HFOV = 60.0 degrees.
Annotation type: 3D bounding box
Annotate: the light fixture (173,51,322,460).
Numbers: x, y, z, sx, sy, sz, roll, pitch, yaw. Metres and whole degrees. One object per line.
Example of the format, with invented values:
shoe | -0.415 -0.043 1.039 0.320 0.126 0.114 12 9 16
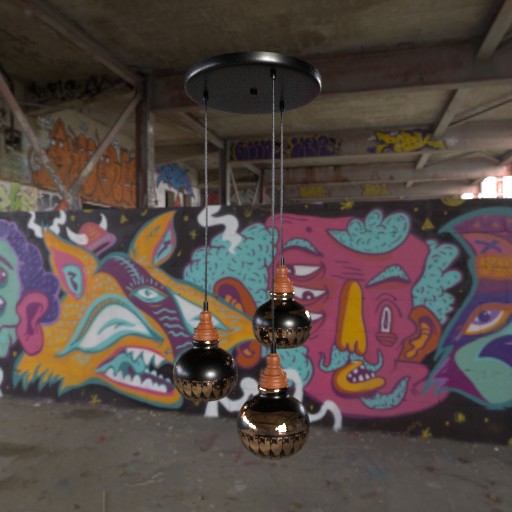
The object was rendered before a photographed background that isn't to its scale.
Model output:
light fixture | 0.000 0.000 1.827 0.608 1.410 0.605 0 0 34
